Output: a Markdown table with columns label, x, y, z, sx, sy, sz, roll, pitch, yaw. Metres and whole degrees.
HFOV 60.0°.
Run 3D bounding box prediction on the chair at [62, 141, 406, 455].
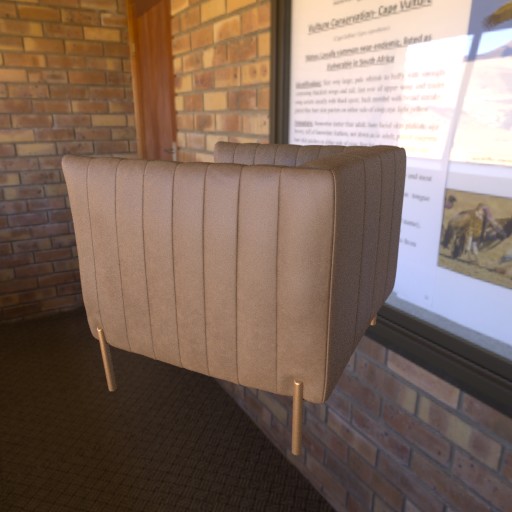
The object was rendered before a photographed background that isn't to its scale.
| label | x | y | z | sx | sy | sz | roll | pitch | yaw |
| --- | --- | --- | --- | --- | --- | --- | --- | --- | --- |
| chair | 0.000 | 0.000 | 1.630 | 0.876 | 0.779 | 0.981 | 9 | 19 | 26 |
